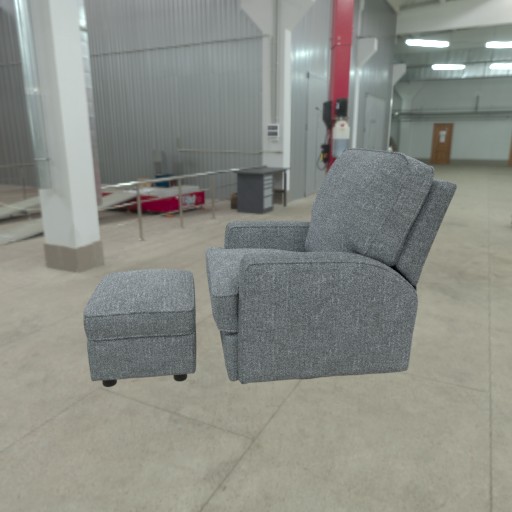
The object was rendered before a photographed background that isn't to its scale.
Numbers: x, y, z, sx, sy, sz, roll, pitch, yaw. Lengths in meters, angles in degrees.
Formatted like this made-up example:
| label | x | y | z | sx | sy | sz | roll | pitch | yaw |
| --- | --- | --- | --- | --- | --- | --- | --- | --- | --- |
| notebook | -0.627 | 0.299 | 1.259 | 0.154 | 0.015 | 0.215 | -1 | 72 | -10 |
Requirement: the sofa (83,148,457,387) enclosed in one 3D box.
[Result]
| label | x | y | z | sx | sy | sz | roll | pitch | yaw |
| --- | --- | --- | --- | --- | --- | --- | --- | --- | --- |
| sofa | 0.000 | 0.000 | 2.054 | 1.472 | 0.959 | 0.861 | -2 | 15 | -8 |
